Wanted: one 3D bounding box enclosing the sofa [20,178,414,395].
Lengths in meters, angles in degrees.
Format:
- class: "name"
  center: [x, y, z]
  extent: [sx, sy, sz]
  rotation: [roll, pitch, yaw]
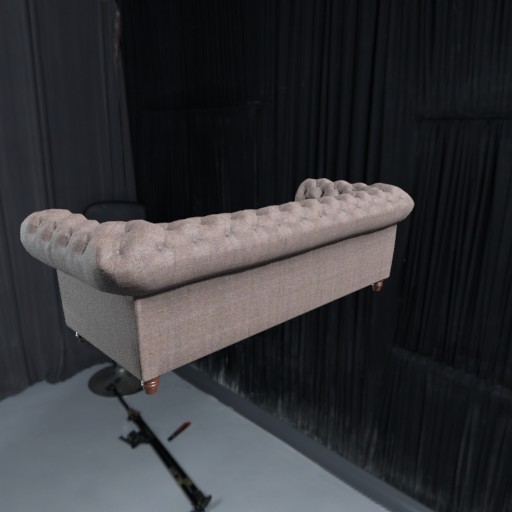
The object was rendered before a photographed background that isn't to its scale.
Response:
- class: "sofa"
  center: [0.000, 0.000, 2.738]
  extent: [2.385, 0.787, 0.944]
  rotation: [-15, 21, -42]
